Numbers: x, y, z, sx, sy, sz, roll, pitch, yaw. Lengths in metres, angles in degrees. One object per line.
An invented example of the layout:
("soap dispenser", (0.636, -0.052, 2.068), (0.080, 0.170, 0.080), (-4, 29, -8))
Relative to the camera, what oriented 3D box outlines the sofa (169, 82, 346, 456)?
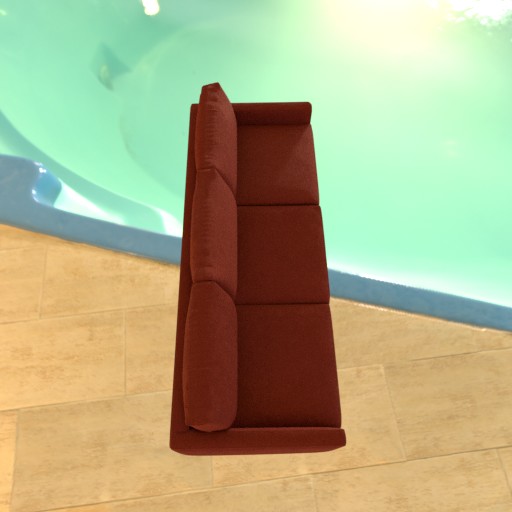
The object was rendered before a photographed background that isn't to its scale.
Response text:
("sofa", (0.000, 0.000, 2.760), (0.875, 0.879, 2.252), (-1, 63, -1))
